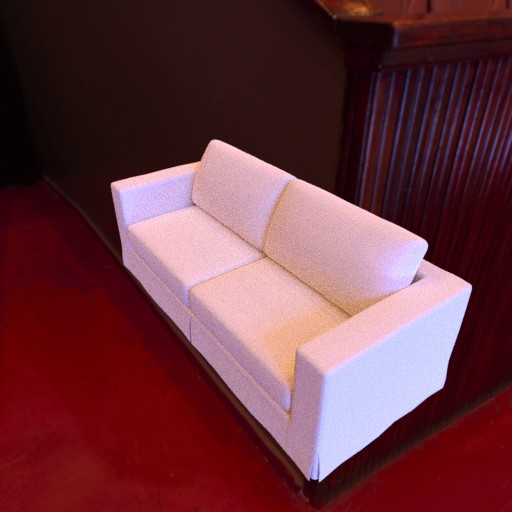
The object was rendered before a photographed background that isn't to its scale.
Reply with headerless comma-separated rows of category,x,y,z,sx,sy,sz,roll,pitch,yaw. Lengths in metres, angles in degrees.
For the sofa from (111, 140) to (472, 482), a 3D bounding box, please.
sofa,0.000,0.000,2.646,0.954,0.881,2.163,-21,38,-30
